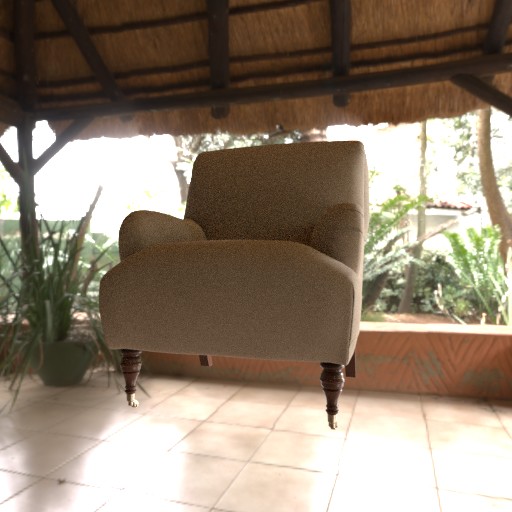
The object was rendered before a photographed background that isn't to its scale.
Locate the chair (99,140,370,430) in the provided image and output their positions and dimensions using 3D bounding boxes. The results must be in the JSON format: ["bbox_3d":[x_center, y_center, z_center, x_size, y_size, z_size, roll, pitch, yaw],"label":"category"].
[{"bbox_3d":[0.000,0.000,1.566,0.766,0.942,0.842,0,0,17],"label":"chair"}]
